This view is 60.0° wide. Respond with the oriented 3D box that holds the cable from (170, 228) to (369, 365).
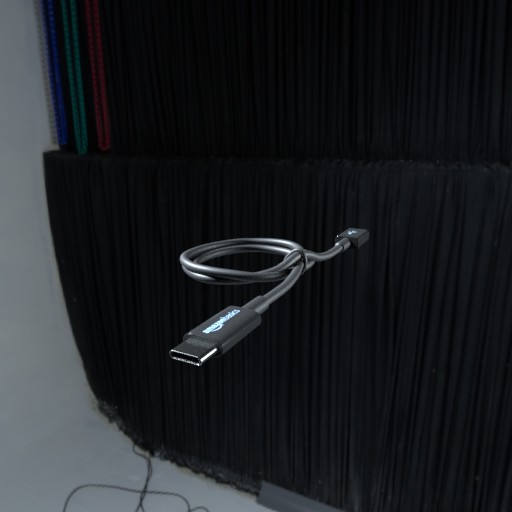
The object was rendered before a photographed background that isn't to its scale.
[{"bbox_3d":[0.000,0.000,0.219,0.070,0.014,0.192,8,17,26],"label":"cable"}]
